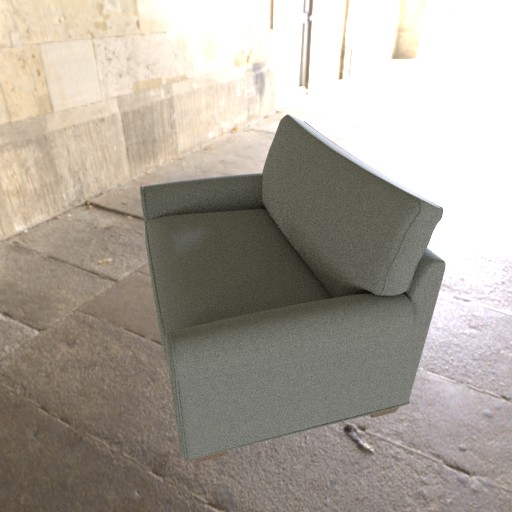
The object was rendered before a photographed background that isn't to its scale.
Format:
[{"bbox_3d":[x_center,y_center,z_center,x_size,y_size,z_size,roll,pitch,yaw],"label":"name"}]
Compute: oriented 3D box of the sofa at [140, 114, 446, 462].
[{"bbox_3d":[0.000,0.000,1.998,0.940,0.953,1.410,-8,31,-14],"label":"sofa"}]
